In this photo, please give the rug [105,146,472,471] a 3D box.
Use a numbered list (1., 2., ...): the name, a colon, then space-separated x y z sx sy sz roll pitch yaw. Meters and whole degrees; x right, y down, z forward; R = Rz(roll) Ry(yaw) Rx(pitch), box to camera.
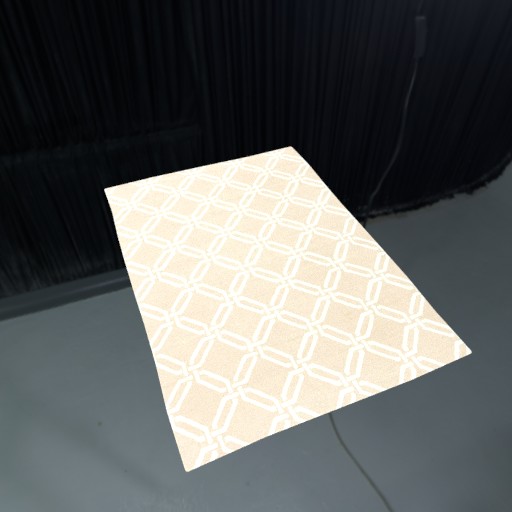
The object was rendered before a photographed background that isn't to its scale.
1. rug: 0.000 0.000 2.740 1.524 0.013 2.135 -16 47 -16
